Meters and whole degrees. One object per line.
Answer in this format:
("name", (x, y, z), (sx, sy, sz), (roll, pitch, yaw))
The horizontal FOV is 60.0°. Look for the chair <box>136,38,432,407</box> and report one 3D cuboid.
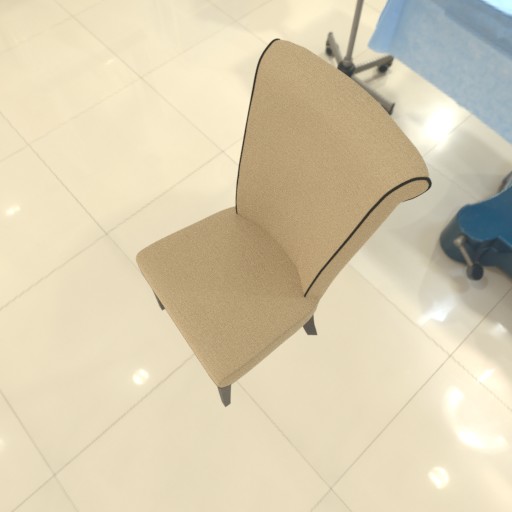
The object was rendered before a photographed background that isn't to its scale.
("chair", (0.000, 0.000, 1.353), (0.623, 0.997, 0.522), (-33, 68, -15))
